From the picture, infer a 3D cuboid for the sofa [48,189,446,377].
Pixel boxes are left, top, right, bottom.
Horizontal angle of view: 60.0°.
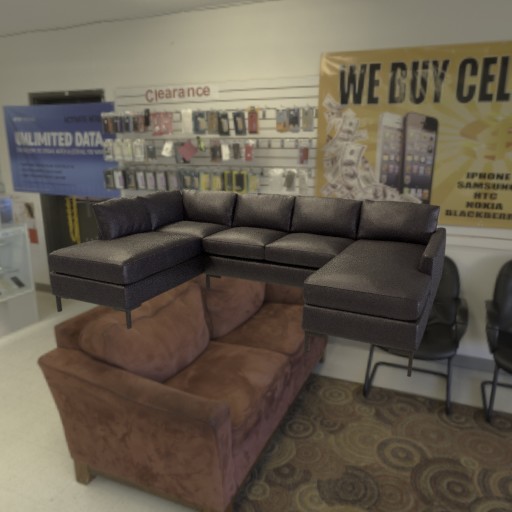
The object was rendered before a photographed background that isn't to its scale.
[{"bbox_3d":[0.000,0.000,3.892,2.956,0.900,1.939,7,16,25],"label":"sofa"}]
